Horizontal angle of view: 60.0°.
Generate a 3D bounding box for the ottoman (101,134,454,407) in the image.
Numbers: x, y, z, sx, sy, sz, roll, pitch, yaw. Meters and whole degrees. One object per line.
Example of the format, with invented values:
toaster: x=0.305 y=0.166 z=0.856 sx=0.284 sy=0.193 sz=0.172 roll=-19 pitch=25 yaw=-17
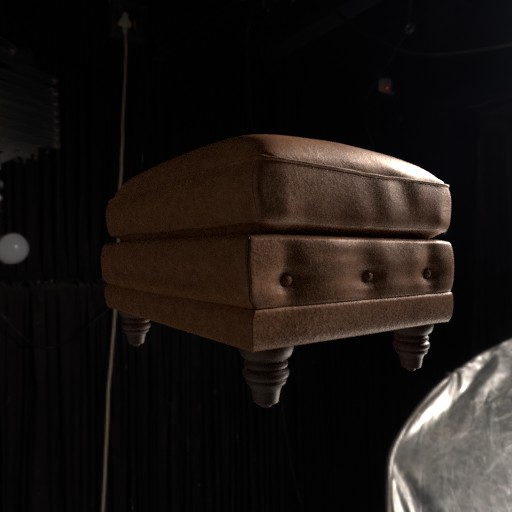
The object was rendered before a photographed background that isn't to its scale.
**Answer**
ottoman: x=0.000 y=0.000 z=1.061 sx=0.533 sy=0.480 sz=0.710 roll=0 pitch=0 yaw=-36
